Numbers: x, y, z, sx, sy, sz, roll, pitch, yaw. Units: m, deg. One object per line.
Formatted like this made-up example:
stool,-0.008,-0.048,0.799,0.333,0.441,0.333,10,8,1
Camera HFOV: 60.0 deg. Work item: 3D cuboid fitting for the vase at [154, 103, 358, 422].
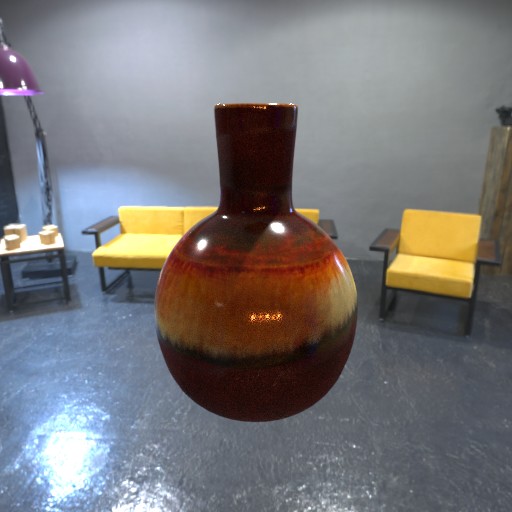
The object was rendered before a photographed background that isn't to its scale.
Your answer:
vase,0.000,0.000,0.239,0.111,0.154,0.111,0,17,0
